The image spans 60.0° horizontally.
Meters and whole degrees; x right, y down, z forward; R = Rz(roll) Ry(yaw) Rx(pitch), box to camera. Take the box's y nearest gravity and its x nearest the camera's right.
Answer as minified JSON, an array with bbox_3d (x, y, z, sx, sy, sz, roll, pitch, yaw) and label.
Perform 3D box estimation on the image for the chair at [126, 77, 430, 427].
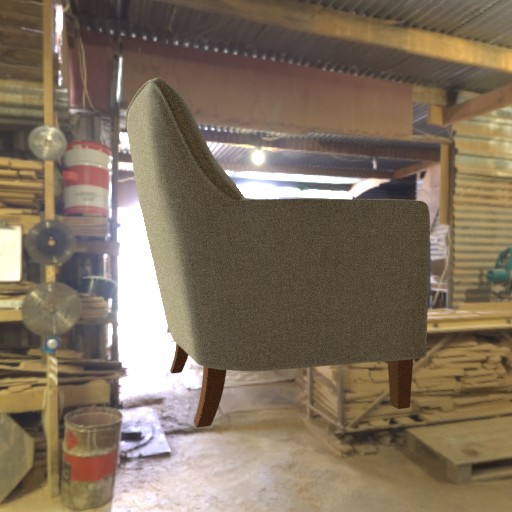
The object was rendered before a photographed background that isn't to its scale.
[{"bbox_3d":[0.000,0.000,1.768,0.993,1.047,0.887,0,1,-18],"label":"chair"}]
